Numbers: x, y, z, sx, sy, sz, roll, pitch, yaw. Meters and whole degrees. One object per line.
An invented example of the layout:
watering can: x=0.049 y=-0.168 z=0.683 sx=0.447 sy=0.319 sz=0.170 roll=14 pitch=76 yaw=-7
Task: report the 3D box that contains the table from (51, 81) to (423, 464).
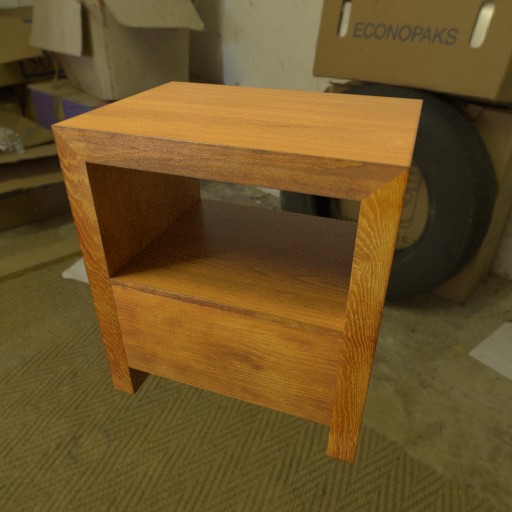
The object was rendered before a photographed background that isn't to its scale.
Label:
table: x=0.000 y=0.000 z=0.944 sx=0.550 sy=0.605 sz=0.400 roll=11 pitch=33 yaw=17
